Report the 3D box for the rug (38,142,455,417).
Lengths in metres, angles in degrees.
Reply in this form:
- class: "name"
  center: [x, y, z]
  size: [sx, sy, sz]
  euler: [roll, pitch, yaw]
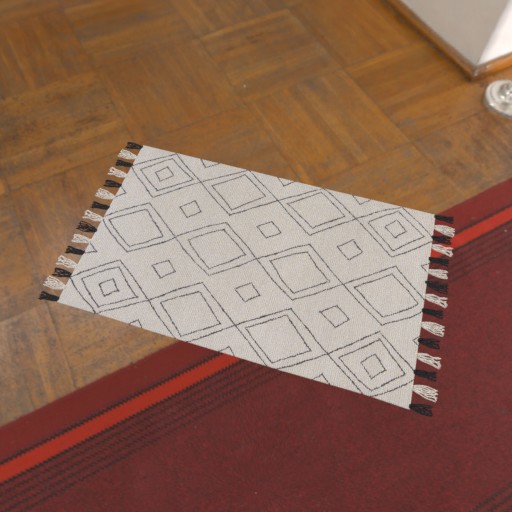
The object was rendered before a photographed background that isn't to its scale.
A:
- class: "rug"
  center: [0.000, 0.000, 3.240]
  size: [2.755, 0.021, 1.524]
  euler: [15, 63, 8]
